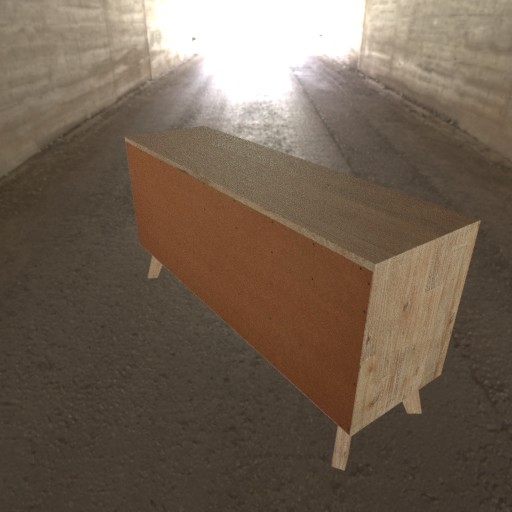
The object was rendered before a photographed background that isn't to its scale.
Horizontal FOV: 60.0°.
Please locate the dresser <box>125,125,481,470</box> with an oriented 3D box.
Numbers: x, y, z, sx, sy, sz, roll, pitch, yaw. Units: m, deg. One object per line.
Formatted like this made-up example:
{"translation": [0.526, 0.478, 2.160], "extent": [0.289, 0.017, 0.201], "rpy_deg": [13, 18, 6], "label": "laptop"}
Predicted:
{"translation": [0.000, 0.000, 1.927], "extent": [0.455, 0.788, 1.602], "rpy_deg": [-19, 33, -31], "label": "dresser"}
